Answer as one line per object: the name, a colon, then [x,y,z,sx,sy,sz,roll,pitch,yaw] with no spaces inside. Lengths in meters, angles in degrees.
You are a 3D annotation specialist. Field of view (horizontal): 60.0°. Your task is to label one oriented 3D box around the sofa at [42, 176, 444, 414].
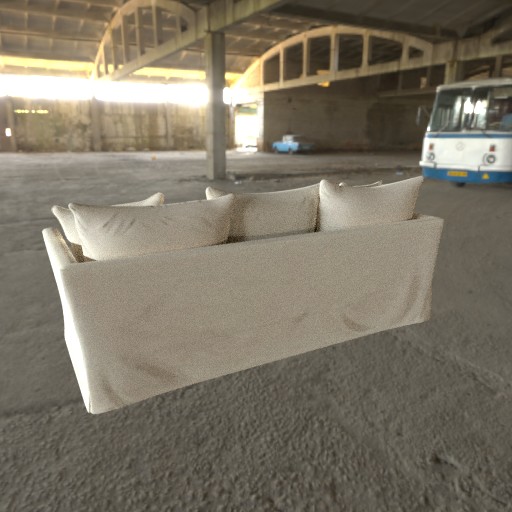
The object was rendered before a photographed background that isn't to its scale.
sofa: [0.000,0.000,2.967,2.484,1.042,1.030,-8,18,-28]
